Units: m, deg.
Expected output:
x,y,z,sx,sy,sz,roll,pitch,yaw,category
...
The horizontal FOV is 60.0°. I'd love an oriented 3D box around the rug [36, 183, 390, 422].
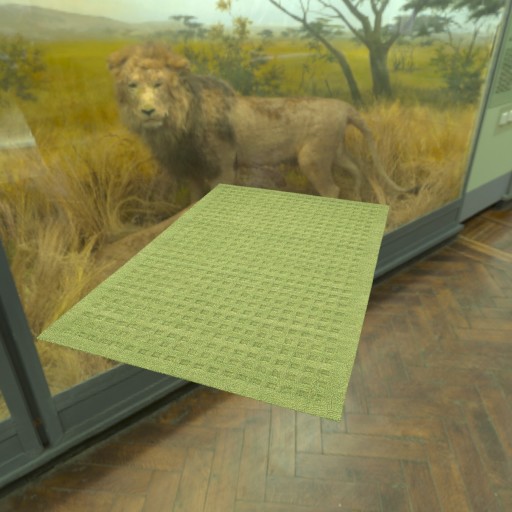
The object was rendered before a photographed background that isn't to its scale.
x,y,z,sx,sy,sz,roll,pitch,yaw,category
0.000,0.000,2.934,1.529,0.007,2.297,10,32,17,rug
